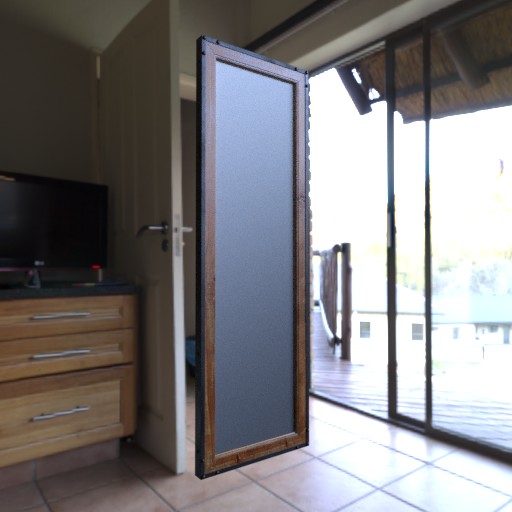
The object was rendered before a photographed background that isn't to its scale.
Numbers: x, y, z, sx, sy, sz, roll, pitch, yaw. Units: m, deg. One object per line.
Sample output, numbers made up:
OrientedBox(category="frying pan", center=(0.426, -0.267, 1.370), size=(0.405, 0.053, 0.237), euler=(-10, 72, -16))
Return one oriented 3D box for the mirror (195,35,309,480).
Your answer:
OrientedBox(category="mirror", center=(0.000, 0.000, 1.184), size=(0.354, 1.080, 0.042), euler=(1, -2, -36))
